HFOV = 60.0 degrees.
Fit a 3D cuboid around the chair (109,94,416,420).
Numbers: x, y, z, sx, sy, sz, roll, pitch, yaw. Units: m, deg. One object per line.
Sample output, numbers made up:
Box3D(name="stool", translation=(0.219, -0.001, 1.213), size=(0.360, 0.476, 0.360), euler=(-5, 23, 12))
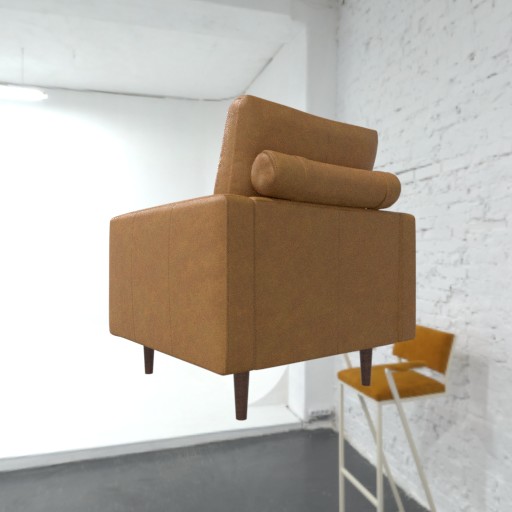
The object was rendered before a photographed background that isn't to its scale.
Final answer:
Box3D(name="chair", translation=(0.000, 0.000, 1.606), size=(0.831, 0.896, 0.868), euler=(0, 0, -38))
